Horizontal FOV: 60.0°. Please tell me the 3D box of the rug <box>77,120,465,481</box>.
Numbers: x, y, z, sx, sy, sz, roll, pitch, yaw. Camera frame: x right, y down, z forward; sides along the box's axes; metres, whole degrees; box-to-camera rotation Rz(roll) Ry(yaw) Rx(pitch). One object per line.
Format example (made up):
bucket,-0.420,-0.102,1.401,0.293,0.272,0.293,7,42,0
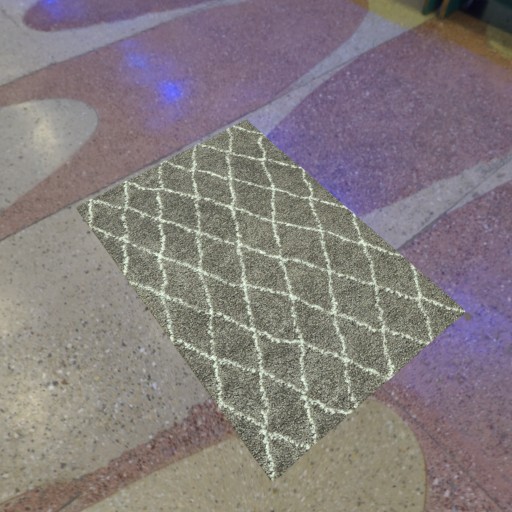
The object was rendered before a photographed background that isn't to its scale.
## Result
rug,0.000,0.000,2.345,1.219,0.030,1.778,-33,63,-20
